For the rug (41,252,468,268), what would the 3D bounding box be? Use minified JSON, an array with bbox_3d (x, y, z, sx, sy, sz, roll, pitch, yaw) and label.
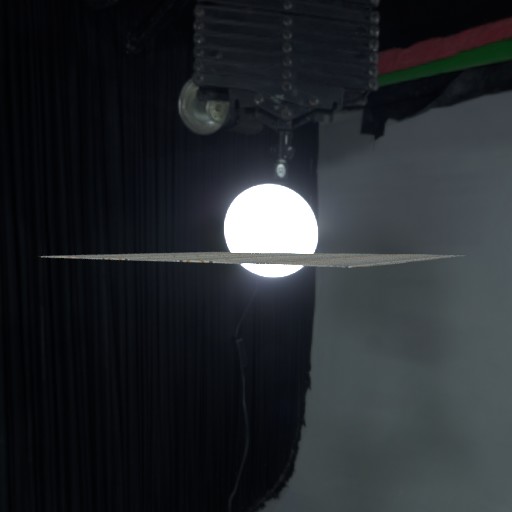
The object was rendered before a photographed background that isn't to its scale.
[{"bbox_3d":[0.000,0.000,3.878,3.000,0.012,2.371,1,2,35],"label":"rug"}]
